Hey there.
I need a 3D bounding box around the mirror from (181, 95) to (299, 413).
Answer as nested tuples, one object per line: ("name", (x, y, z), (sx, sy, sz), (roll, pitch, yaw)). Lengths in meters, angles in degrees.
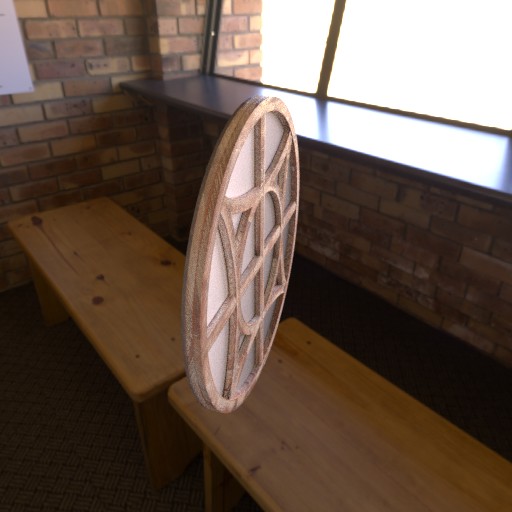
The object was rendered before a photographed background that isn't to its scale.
("mirror", (0.000, 0.000, 1.044), (0.038, 0.710, 0.710), (9, 31, 16))
